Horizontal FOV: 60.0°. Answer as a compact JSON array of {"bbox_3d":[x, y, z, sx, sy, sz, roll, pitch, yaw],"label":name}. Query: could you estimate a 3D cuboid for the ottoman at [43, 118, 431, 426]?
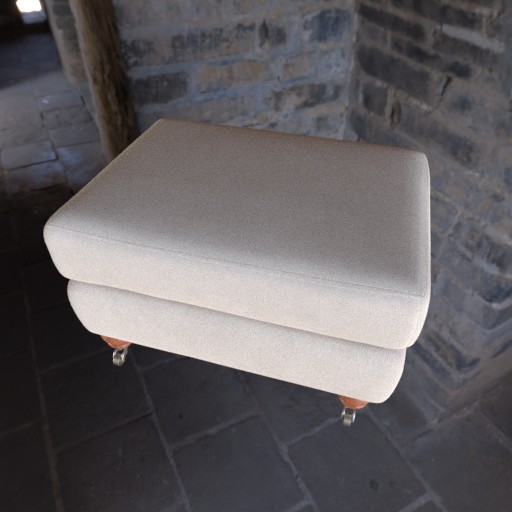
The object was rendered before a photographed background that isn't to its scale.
[{"bbox_3d":[0.000,0.000,1.135,0.773,0.504,0.569,11,42,12],"label":"ottoman"}]
